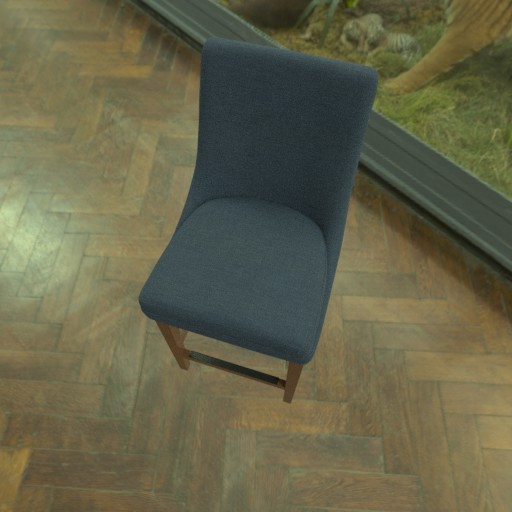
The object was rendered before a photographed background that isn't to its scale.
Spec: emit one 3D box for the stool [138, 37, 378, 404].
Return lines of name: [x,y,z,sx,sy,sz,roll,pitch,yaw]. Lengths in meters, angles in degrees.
stool: [0.000,0.000,1.297,0.470,0.981,0.577,15,60,9]
